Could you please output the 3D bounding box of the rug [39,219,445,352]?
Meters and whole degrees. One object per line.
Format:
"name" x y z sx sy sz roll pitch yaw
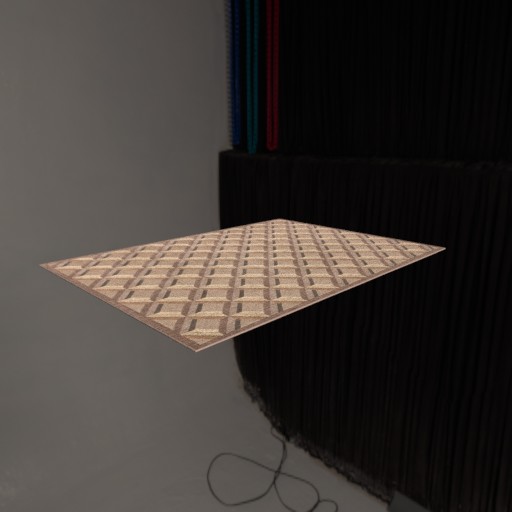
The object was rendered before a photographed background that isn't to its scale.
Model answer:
"rug" 0.000 0.000 4.386 3.294 0.018 2.382 -15 21 -43
